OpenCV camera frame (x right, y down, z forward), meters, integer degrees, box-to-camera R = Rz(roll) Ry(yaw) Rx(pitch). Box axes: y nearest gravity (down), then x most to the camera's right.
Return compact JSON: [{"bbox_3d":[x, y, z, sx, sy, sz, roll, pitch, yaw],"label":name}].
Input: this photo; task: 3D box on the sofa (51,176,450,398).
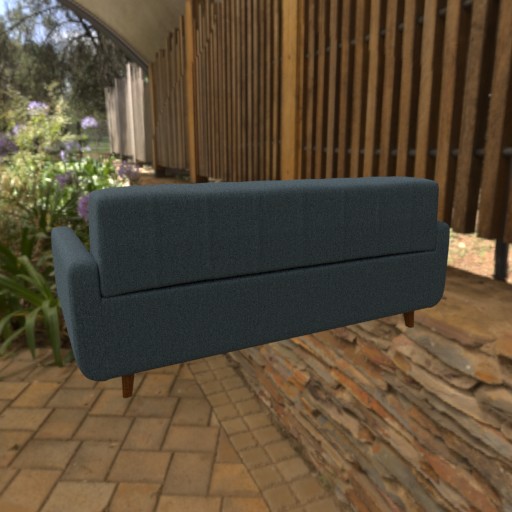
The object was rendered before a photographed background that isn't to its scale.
[{"bbox_3d":[0.000,0.000,2.519,2.055,0.884,0.942,-7,15,-27],"label":"sofa"}]
